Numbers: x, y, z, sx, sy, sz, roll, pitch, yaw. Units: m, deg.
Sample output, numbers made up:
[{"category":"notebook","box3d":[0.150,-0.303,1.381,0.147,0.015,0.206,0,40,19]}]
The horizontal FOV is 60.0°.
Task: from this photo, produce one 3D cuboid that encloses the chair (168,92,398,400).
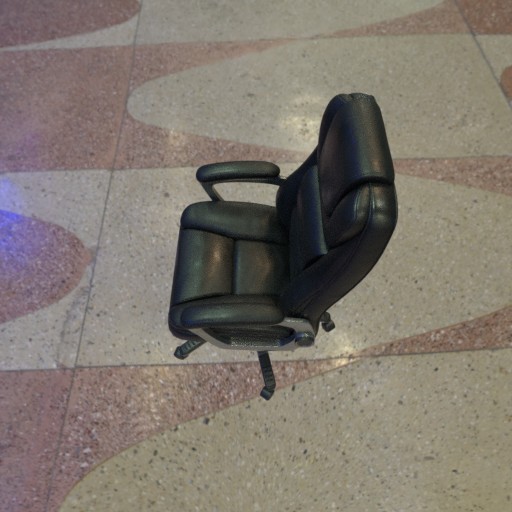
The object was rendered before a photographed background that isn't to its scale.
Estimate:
[{"category":"chair","box3d":[0.000,0.000,1.516,0.689,1.075,0.697,0,57,0]}]
